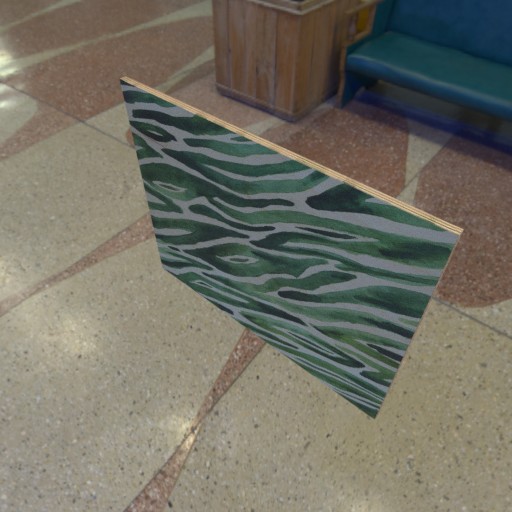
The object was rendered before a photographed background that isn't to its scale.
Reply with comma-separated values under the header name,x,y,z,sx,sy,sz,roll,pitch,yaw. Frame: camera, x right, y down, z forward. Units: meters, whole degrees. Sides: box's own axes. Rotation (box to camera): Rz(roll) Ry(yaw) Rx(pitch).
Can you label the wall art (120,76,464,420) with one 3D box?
name,x,y,z,sx,sy,sz,roll,pitch,yaw
wall art,0.000,0.000,0.679,0.508,0.408,0.012,32,54,26
